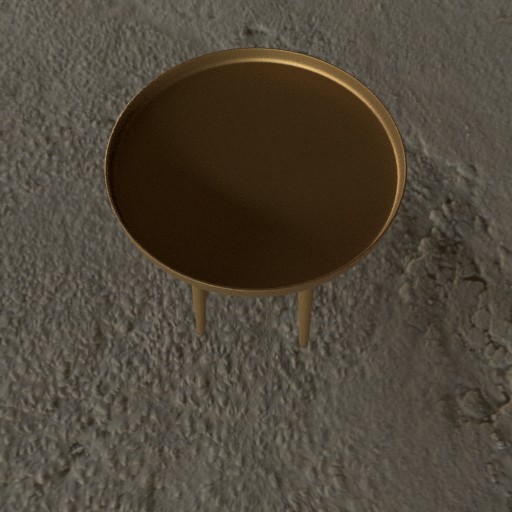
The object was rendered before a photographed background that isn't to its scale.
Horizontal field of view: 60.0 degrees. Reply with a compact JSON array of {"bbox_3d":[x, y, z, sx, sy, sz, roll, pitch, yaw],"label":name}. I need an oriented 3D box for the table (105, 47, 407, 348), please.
[{"bbox_3d":[0.000,0.000,0.658,0.299,0.480,0.299,31,68,14],"label":"table"}]
